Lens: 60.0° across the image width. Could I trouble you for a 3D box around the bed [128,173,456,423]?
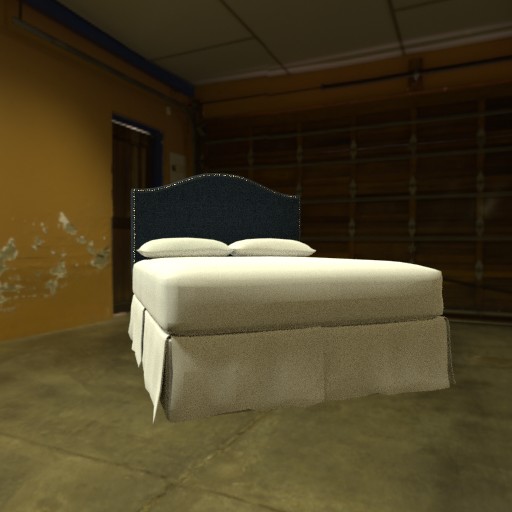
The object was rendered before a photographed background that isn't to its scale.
[{"bbox_3d":[0.000,0.000,3.224,1.713,1.518,2.153,0,1,-20],"label":"bed"}]
